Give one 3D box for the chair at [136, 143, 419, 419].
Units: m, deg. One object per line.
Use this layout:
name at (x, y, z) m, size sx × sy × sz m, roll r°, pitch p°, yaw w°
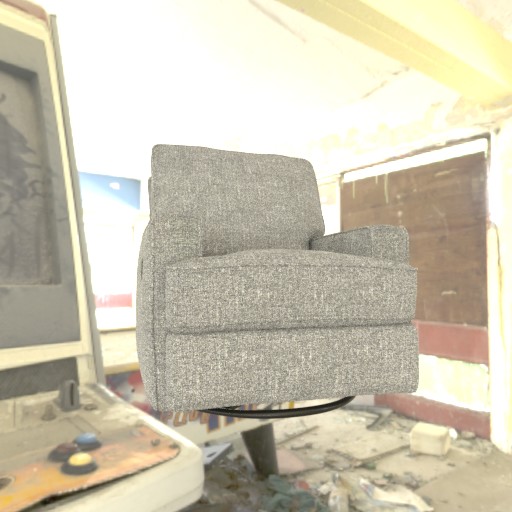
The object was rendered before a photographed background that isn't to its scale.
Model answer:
chair at (0.000, 0.000, 1.674) m, size 0.861 × 0.962 × 0.964 m, roll 1°, pitch -2°, yaw -17°
